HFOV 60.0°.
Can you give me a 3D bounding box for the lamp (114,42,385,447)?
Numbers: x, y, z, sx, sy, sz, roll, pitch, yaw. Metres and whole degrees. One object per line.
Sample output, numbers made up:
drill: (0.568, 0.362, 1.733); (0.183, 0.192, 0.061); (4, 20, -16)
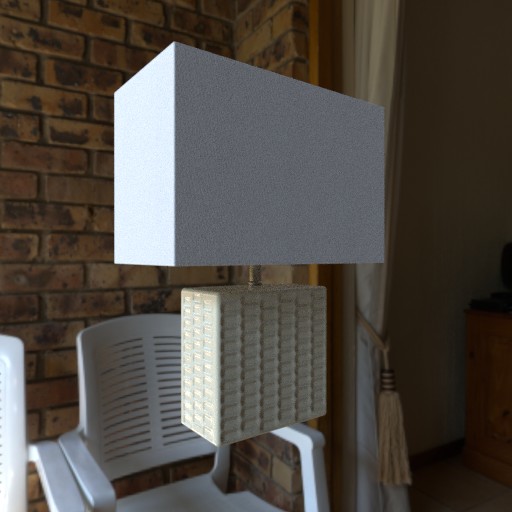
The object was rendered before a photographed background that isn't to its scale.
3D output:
lamp: (0.000, 0.000, 0.696); (0.380, 0.515, 0.200); (0, 0, -37)
